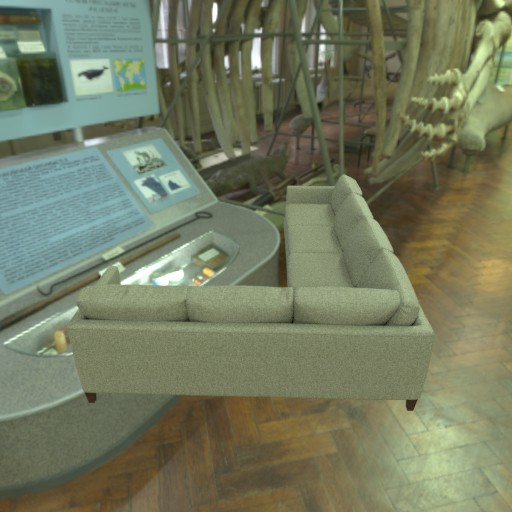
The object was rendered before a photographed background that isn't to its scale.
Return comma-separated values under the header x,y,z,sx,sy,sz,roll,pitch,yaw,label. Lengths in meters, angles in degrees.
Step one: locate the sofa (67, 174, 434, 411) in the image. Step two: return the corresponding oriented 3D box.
x,y,z,sx,sy,sz,roll,pitch,yaw,label
0.000,0.000,4.603,2.593,0.947,3.302,1,27,2,sofa
